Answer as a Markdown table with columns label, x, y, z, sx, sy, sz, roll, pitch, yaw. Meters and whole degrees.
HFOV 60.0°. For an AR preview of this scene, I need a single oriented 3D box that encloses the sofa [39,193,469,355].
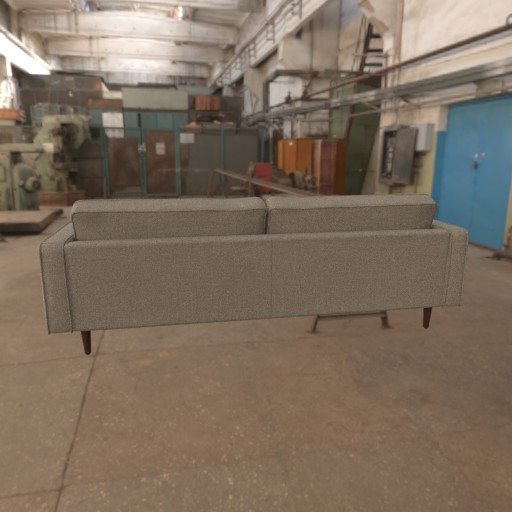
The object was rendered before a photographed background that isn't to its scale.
| label | x | y | z | sx | sy | sz | roll | pitch | yaw |
| --- | --- | --- | --- | --- | --- | --- | --- | --- | --- |
| sofa | 0.000 | 0.000 | 2.661 | 2.211 | 0.762 | 0.914 | -2 | 14 | -10 |
